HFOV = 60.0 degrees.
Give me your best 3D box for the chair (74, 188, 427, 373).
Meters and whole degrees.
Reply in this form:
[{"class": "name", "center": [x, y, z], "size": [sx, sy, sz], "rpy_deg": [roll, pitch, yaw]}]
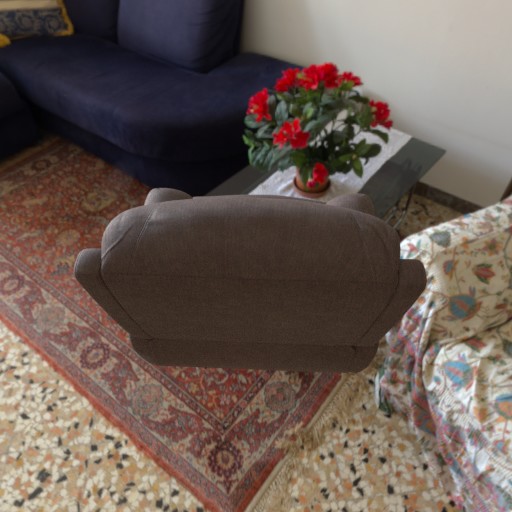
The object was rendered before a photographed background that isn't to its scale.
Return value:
[{"class": "chair", "center": [0.000, 0.000, 1.657], "size": [0.930, 1.011, 0.899], "rpy_deg": [2, 47, 2]}]
